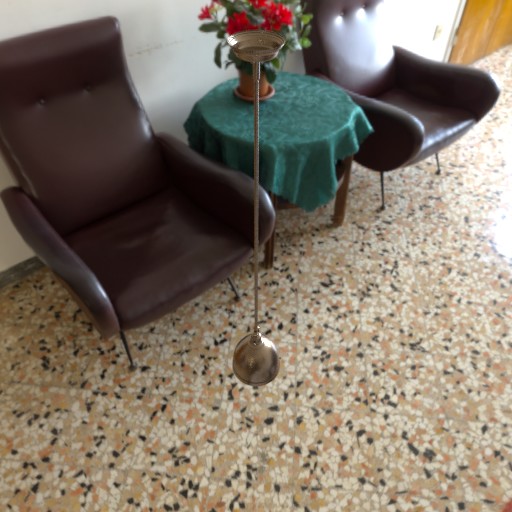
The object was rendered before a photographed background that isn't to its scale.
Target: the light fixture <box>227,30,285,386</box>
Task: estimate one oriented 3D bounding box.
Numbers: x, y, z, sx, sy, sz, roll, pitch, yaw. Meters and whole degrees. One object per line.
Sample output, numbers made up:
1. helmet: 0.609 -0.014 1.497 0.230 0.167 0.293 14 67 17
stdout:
1. light fixture: 0.000 0.000 1.476 0.211 1.367 0.217 10 46 10
